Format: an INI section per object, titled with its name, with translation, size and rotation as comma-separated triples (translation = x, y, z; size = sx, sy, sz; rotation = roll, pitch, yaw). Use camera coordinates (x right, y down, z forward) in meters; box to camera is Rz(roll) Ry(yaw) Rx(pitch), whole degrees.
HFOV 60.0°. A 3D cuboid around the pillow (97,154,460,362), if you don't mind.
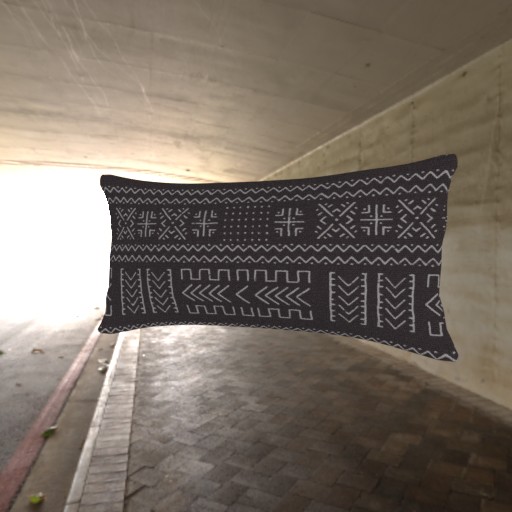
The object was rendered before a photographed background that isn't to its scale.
[pillow]
translation = 0.000, 0.000, 0.794
size = 0.667, 0.322, 0.135
rotation = 0, 1, 19
